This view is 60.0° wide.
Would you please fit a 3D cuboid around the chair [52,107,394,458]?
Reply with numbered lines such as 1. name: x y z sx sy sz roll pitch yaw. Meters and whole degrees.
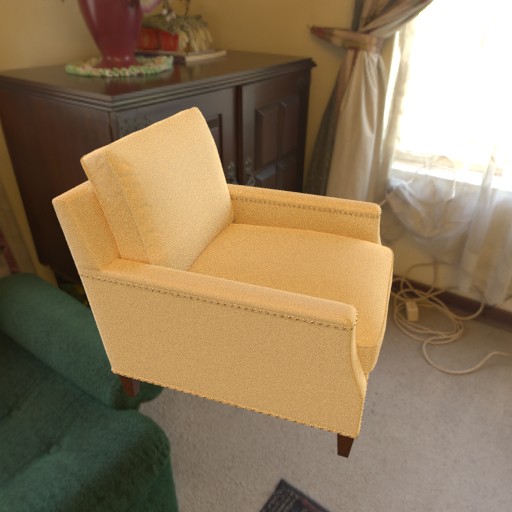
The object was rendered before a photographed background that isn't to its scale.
1. chair: 0.000 0.000 1.690 1.014 0.943 0.853 10 31 16
